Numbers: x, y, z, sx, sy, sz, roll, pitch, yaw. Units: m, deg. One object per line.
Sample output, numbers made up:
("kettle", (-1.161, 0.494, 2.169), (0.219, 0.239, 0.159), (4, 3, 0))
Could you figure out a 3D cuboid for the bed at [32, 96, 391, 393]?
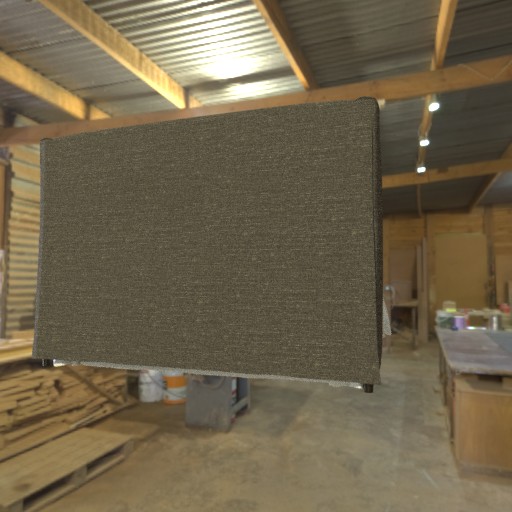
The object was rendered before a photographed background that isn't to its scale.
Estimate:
("bed", (0.000, 0.000, 3.297), (1.925, 1.332, 2.276), (-1, -3, 19))
